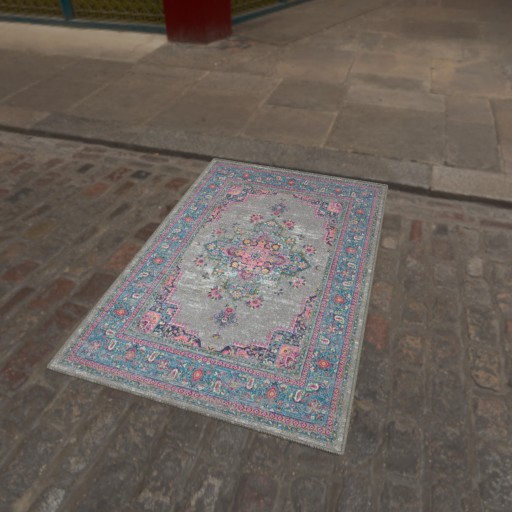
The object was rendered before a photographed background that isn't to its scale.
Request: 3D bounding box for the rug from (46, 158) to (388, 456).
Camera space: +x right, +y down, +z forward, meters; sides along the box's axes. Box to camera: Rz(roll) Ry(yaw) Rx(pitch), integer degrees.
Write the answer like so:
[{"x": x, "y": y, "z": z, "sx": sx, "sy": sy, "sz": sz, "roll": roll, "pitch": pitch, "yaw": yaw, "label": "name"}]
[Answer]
[{"x": 0.000, "y": 0.000, "z": 2.199, "sx": 1.144, "sy": 0.014, "sz": 1.748, "roll": 12, "pitch": 42, "yaw": 13, "label": "rug"}]
